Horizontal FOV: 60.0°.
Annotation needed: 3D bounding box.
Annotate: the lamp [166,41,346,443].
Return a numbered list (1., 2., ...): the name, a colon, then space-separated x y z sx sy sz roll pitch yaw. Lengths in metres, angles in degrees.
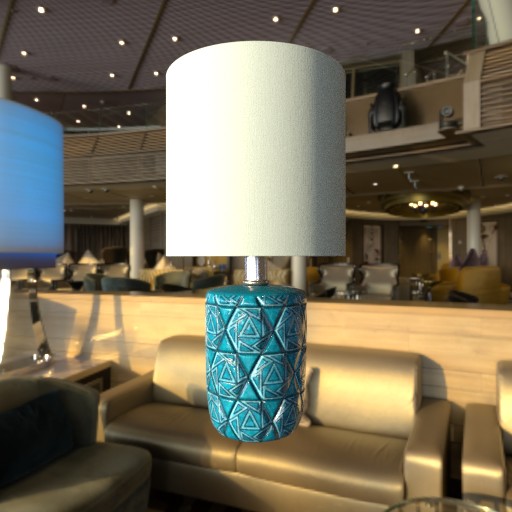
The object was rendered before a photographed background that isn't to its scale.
1. lamp: 0.000 0.000 0.485 0.193 0.377 0.193 0 0 18
